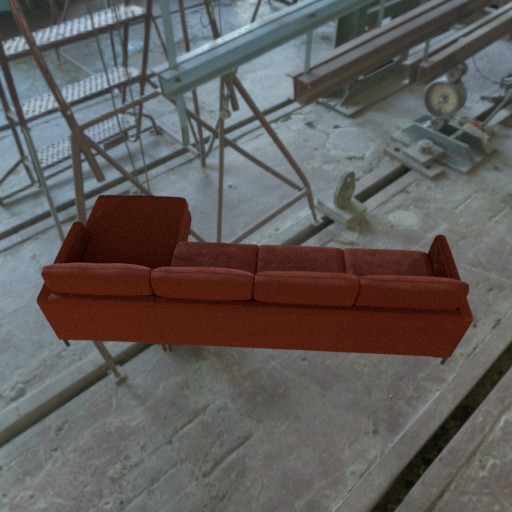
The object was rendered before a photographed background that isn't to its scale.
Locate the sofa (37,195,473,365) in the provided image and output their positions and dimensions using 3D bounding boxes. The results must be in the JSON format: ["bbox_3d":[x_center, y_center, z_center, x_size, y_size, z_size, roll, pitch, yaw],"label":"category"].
[{"bbox_3d":[0.000,0.000,3.489,2.932,0.810,1.350,2,47,2],"label":"sofa"}]
